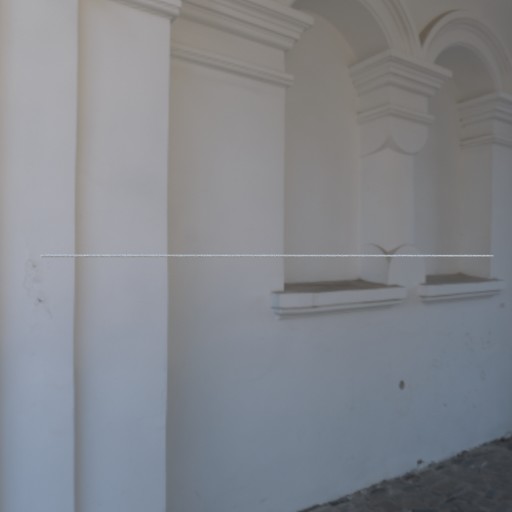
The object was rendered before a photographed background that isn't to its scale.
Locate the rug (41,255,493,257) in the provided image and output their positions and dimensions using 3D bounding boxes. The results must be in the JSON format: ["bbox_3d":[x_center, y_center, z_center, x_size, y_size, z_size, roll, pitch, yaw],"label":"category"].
[{"bbox_3d":[0.000,0.000,2.273,1.828,0.007,1.220,0,0,-17],"label":"rug"}]
